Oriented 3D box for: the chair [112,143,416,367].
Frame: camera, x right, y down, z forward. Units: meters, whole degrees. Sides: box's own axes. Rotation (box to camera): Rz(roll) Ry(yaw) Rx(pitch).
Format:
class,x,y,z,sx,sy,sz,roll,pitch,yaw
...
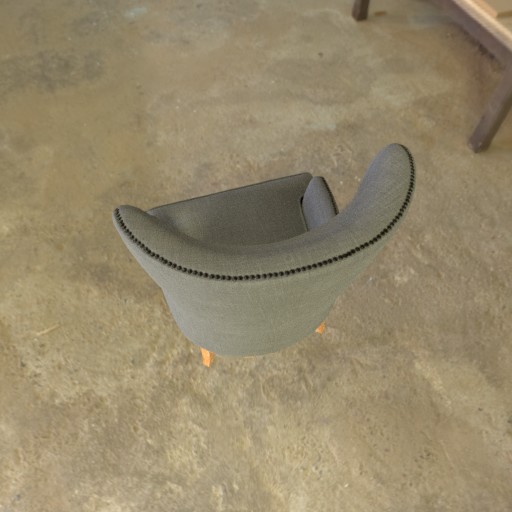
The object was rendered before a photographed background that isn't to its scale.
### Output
class,x,y,z,sx,sy,sz,roll,pitch,yaw
chair,0.000,0.000,1.765,0.864,1.176,0.883,-15,59,-9
